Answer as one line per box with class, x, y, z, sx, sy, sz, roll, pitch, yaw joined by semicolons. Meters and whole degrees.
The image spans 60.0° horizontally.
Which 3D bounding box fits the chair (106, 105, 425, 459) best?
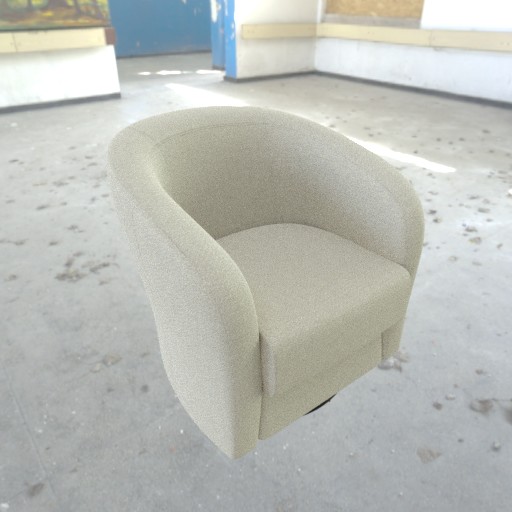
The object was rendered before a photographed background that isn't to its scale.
chair;0.000;0.000;1.390;0.791;0.771;0.815;-21;36;-32
